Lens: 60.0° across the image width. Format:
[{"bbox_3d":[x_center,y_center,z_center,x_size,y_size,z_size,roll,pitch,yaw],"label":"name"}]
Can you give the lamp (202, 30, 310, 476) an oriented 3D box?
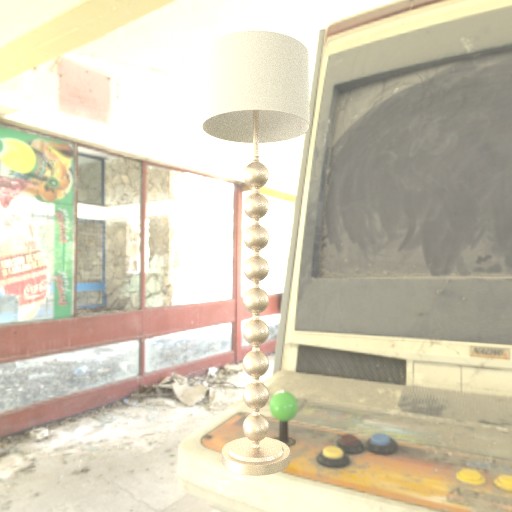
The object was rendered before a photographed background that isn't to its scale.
[{"bbox_3d":[0.000,0.000,1.622,0.394,1.474,0.394,1,-2,-35],"label":"lamp"}]
